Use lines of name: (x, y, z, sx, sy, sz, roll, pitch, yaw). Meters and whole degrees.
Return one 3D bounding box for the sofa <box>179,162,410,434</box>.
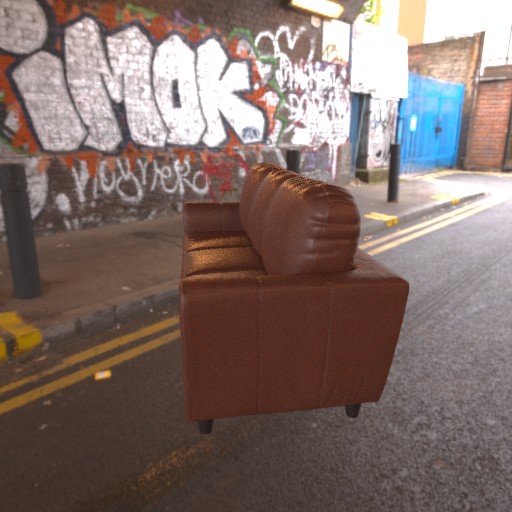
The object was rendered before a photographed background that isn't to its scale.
sofa: (0.000, 0.000, 2.372, 0.802, 0.915, 1.862, -2, 16, -8)
